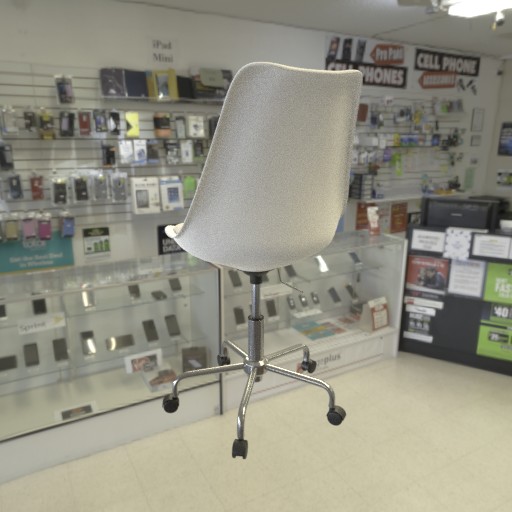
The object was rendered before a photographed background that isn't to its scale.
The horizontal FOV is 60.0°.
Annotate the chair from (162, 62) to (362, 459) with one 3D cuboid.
[{"bbox_3d":[0.000,0.000,1.252,0.550,0.930,0.550,-7,16,-26],"label":"chair"}]
